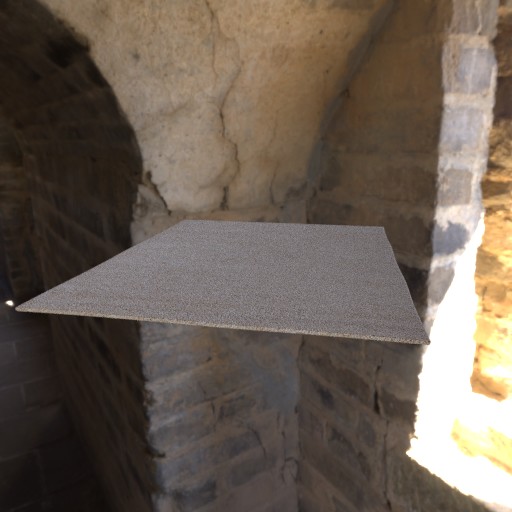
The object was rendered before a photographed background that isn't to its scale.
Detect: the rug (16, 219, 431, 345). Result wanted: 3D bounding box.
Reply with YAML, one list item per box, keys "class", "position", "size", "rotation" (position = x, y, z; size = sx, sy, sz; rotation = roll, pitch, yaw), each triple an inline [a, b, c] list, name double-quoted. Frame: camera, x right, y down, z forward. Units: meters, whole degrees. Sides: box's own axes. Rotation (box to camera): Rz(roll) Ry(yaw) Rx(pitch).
- class: "rug"
  position: [0.000, 0.000, 3.899]
  size: [2.400, 0.026, 3.000]
  rotation: [3, 15, 11]
